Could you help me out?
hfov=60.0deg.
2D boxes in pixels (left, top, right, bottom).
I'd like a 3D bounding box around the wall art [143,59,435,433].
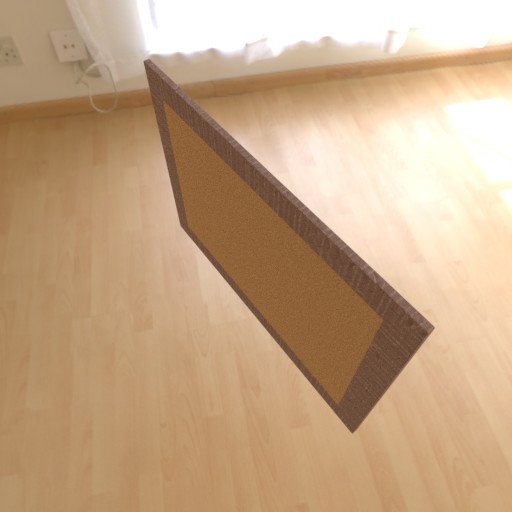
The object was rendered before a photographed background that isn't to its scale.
[{"bbox_3d":[0.000,0.000,1.347,0.020,0.761,1.056,-32,61,-20],"label":"wall art"}]
